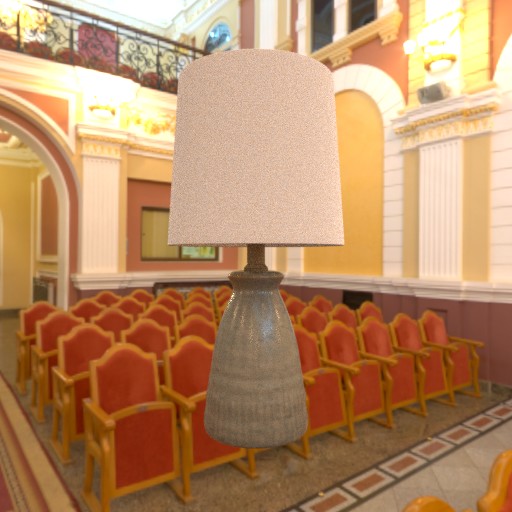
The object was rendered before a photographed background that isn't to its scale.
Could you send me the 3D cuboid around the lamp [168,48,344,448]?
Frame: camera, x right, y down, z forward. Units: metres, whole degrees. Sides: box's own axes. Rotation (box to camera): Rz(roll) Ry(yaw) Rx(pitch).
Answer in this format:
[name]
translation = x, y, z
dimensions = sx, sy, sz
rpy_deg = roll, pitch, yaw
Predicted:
[lamp]
translation = 0.000, 0.000, 0.476
dimensions = 0.186, 0.369, 0.186
rpy_deg = 0, 0, 0
